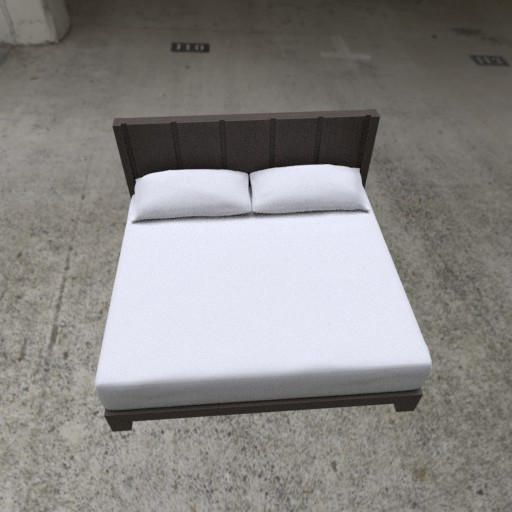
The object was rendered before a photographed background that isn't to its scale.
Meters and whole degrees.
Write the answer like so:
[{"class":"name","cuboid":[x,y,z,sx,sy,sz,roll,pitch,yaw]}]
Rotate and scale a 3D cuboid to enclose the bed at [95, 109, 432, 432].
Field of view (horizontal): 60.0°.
[{"class":"bed","cuboid":[0.000,0.000,3.362,2.134,1.270,2.012,-3,46,-3]}]
